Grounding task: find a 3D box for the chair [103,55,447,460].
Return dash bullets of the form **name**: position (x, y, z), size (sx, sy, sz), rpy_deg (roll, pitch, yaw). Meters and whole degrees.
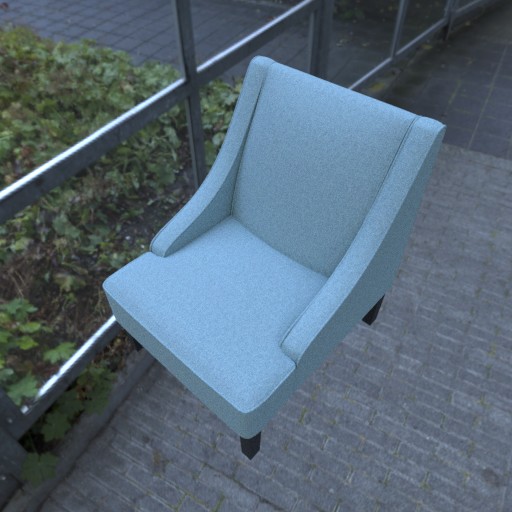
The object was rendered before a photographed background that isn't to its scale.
- **chair**: position (0.000, 0.000, 1.844), size (0.857, 1.133, 1.025), rpy_deg (34, 55, 28)
